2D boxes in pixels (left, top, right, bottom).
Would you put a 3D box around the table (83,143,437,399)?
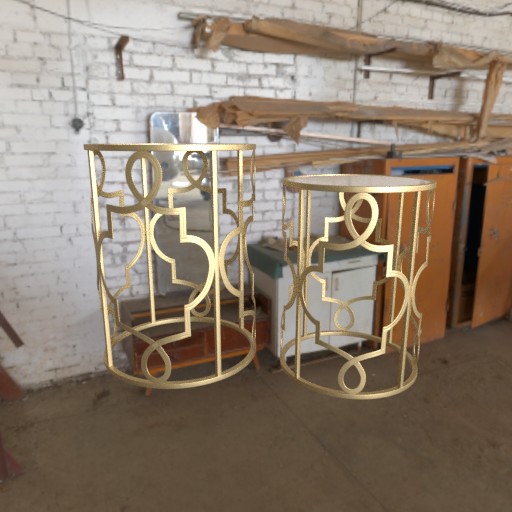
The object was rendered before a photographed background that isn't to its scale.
[{"bbox_3d":[0.000,0.000,1.153,0.846,0.564,0.420,2,15,9],"label":"table"}]
